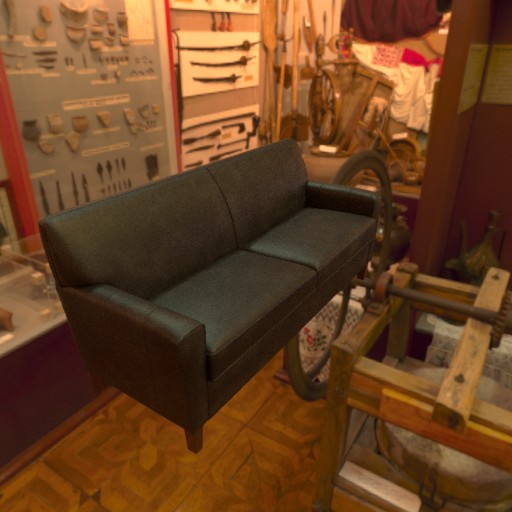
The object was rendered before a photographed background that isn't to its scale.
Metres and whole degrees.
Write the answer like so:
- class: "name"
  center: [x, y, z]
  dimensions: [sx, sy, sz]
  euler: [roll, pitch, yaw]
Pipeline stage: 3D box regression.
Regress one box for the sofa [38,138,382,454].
- class: "sofa"
  center: [0.000, 0.000, 2.574]
  dimensions: [0.805, 0.947, 2.053]
  euler: [17, 31, 31]
